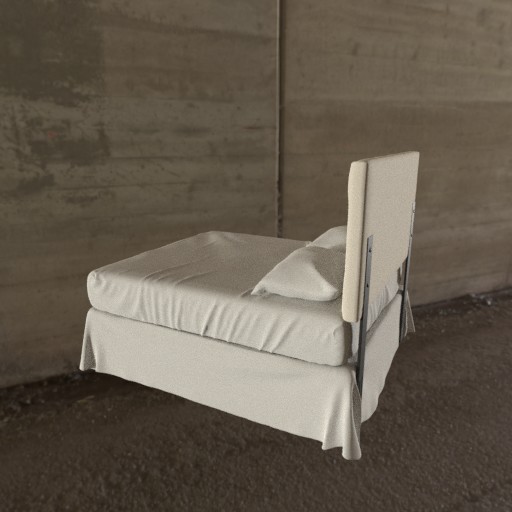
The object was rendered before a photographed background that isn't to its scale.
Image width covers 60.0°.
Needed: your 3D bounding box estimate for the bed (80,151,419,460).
[{"bbox_3d":[0.000,0.000,3.447,2.222,1.577,1.936,8,17,27],"label":"bed"}]
